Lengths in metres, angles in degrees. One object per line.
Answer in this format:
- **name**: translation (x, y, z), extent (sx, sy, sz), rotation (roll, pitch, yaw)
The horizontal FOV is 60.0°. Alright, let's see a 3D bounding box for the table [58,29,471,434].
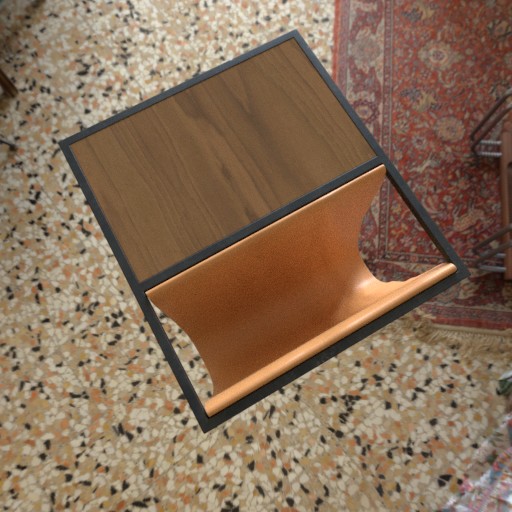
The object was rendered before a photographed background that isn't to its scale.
- **table**: translation (0.000, 0.000, 0.863), extent (0.399, 0.536, 0.450), rotation (-29, 77, -7)
